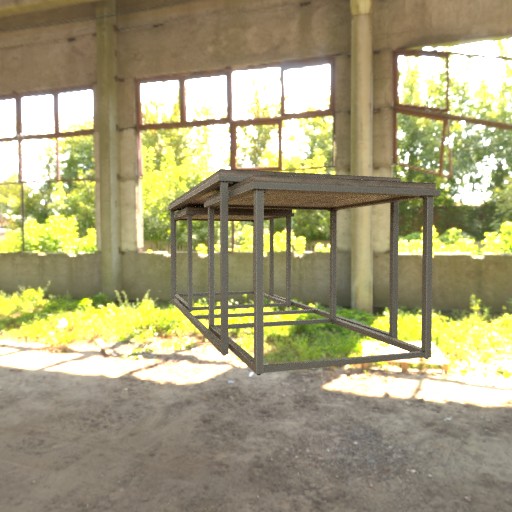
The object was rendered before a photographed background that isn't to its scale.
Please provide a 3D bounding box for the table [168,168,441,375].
[{"bbox_3d":[0.000,0.000,1.536,0.489,0.427,1.312,-1,2,-18],"label":"table"}]
